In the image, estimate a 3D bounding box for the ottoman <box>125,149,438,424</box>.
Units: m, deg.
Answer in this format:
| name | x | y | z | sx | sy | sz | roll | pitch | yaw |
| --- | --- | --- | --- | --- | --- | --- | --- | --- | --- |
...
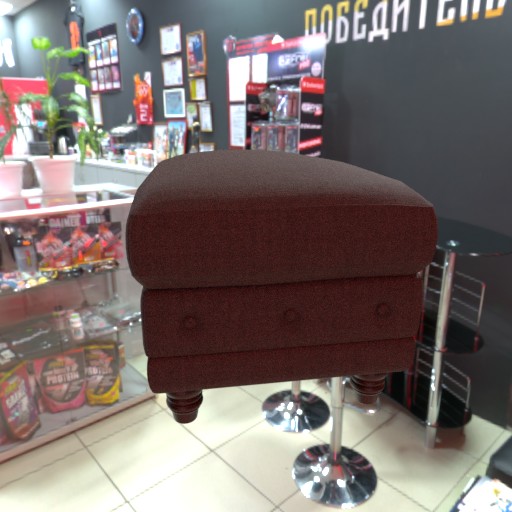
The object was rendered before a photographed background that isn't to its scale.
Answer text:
| name | x | y | z | sx | sy | sz | roll | pitch | yaw |
| --- | --- | --- | --- | --- | --- | --- | --- | --- | --- |
| ottoman | 0.000 | 0.000 | 1.221 | 0.599 | 0.555 | 0.809 | -3 | 17 | -9 |
